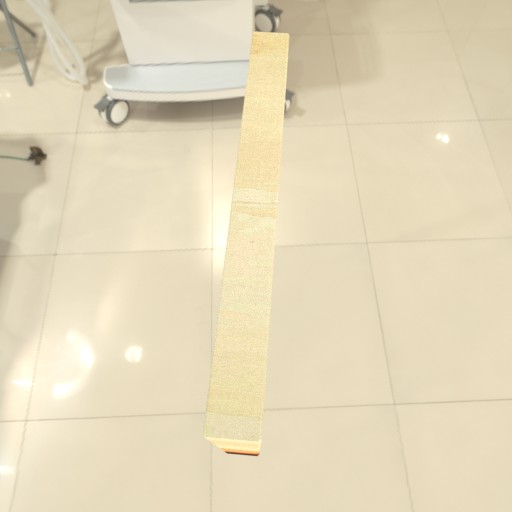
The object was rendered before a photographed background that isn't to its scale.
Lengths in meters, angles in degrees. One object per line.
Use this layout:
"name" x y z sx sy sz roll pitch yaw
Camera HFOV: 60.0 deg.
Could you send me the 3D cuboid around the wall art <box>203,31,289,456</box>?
"wall art" 0.000 0.000 0.477 0.037 0.251 0.383 4 64 2
